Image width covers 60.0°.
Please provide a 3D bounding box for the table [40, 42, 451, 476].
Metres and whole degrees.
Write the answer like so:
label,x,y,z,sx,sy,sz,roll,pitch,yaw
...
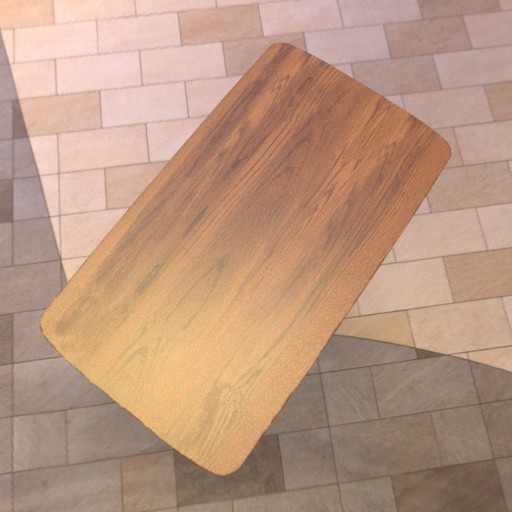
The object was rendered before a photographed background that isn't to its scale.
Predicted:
label,x,y,z,sx,sy,sz,roll,pitch,yaw
table,0.000,0.000,2.137,0.949,0.765,1.643,35,78,9
